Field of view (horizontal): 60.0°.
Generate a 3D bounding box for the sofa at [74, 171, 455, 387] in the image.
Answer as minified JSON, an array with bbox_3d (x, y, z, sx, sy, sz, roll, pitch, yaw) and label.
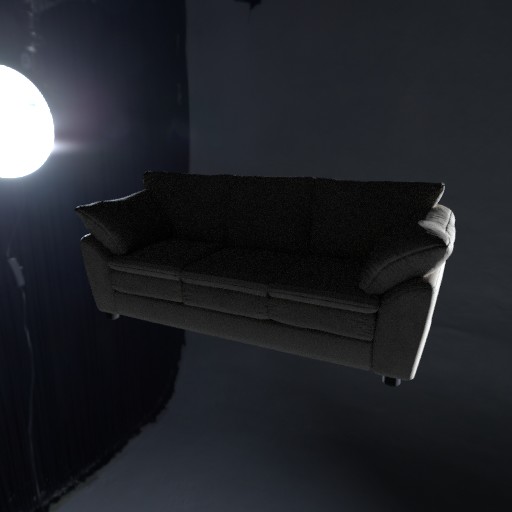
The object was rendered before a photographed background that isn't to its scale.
[{"bbox_3d":[0.000,0.000,2.869,2.334,0.996,0.878,7,16,26],"label":"sofa"}]
